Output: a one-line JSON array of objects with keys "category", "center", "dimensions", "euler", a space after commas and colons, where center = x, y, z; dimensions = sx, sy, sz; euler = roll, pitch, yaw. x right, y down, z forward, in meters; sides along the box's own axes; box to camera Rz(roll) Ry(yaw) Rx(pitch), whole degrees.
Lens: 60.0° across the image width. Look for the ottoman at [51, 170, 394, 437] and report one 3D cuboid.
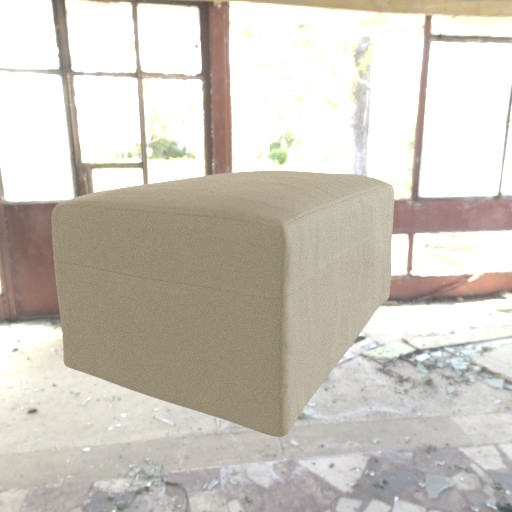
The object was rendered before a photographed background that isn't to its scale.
[{"category": "ottoman", "center": [0.000, 0.000, 1.205], "dimensions": [0.590, 0.444, 0.872], "euler": [7, 16, 27]}]
